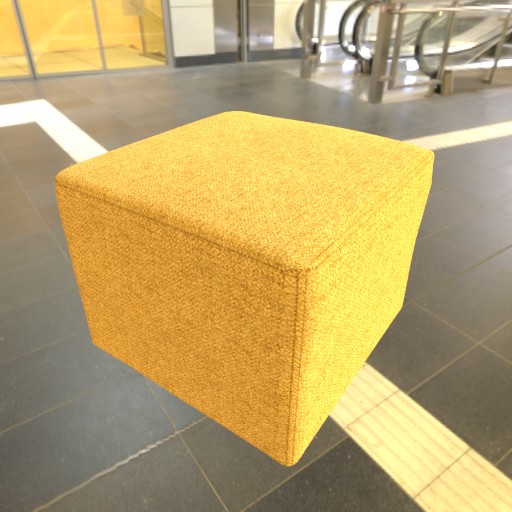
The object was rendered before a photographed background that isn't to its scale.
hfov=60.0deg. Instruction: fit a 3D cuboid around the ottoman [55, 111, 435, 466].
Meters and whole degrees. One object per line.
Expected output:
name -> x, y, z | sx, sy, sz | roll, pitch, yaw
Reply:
ottoman -> 0.000, 0.000, 0.890 | 0.505, 0.441, 0.512 | 21, 38, 29
